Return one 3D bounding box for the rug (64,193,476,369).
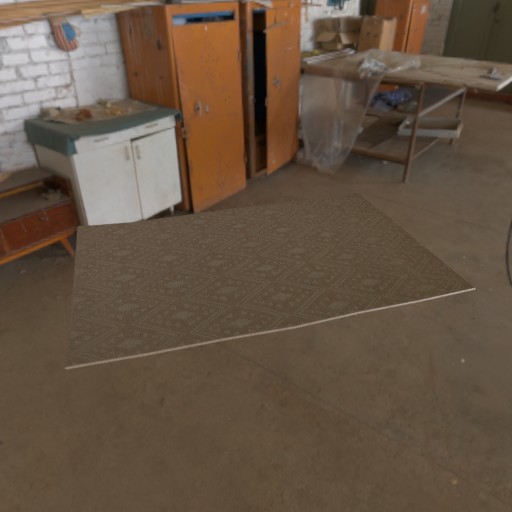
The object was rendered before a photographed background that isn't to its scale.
[{"bbox_3d":[0.000,0.000,3.111,2.430,0.053,1.553,-9,33,-14],"label":"rug"}]
